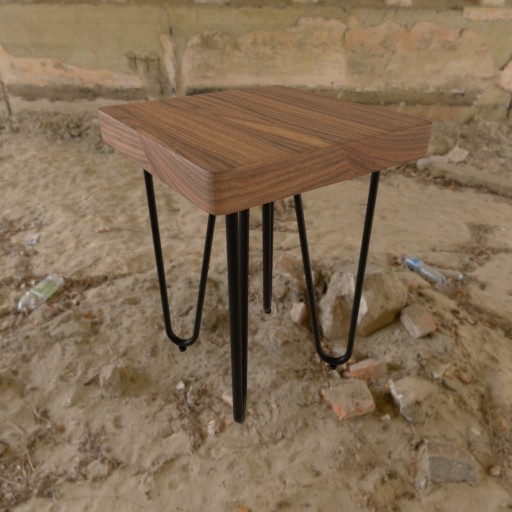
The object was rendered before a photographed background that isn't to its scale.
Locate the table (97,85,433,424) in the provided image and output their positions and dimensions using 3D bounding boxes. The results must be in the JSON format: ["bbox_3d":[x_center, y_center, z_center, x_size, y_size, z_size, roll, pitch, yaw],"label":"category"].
[{"bbox_3d":[0.000,0.000,1.026,0.479,0.641,0.480,-20,36,-30],"label":"table"}]
